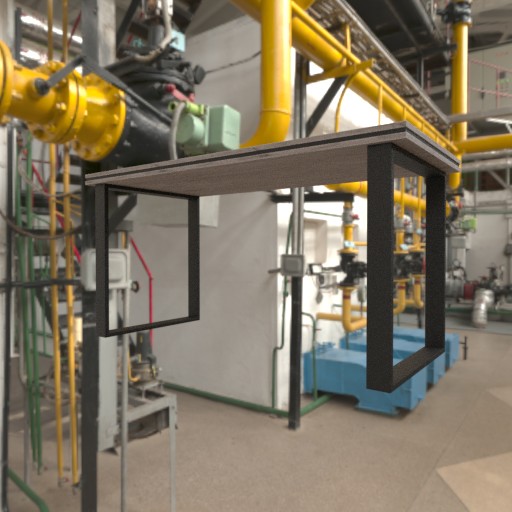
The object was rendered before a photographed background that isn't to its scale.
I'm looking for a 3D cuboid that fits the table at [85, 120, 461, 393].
[{"bbox_3d":[0.000,0.000,2.274,1.778,0.899,0.795,1,1,36],"label":"table"}]
